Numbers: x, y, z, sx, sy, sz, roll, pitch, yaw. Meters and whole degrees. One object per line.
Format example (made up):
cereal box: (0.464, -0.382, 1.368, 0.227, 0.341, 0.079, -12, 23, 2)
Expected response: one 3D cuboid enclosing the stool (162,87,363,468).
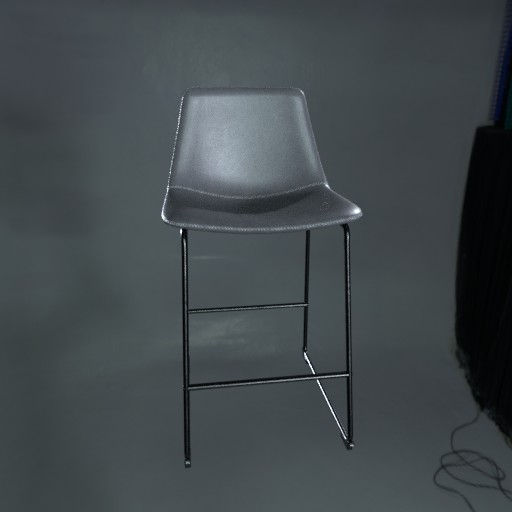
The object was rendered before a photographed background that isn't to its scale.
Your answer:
stool: (0.000, 0.000, 1.194, 0.470, 0.876, 0.546, -3, 18, -8)
